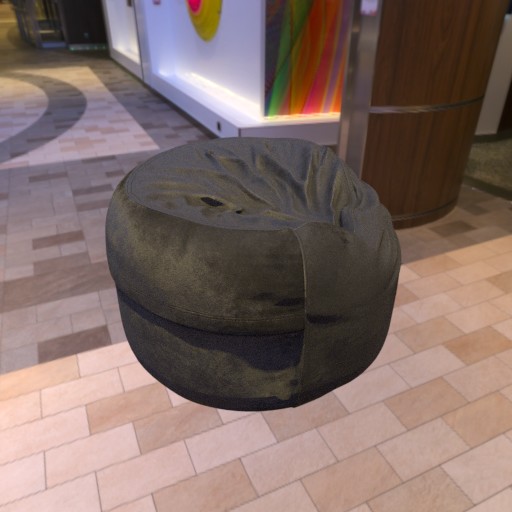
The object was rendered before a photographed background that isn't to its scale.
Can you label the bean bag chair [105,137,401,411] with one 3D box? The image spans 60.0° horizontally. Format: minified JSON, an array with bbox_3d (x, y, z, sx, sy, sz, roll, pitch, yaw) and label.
[{"bbox_3d":[0.000,0.000,1.468,0.918,0.605,0.918,0,31,0],"label":"bean bag chair"}]
